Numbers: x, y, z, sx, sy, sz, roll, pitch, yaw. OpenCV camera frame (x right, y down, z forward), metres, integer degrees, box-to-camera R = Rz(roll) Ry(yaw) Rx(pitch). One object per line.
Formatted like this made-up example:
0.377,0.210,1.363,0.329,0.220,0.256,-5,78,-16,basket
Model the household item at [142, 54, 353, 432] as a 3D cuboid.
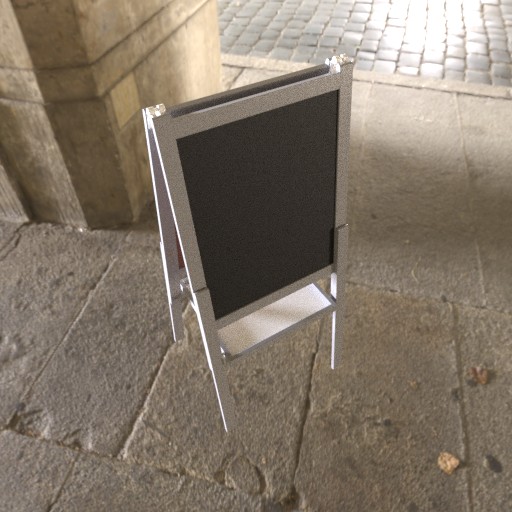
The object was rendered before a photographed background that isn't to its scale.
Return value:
0.000,0.000,1.435,0.531,1.172,0.469,-24,51,-21,household item
